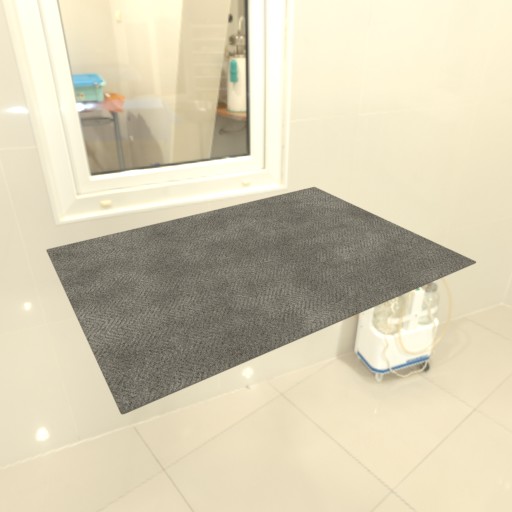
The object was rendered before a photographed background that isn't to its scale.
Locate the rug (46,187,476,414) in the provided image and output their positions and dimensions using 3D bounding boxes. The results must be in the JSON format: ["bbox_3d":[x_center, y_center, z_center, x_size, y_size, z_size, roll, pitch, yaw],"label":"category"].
[{"bbox_3d":[0.000,0.000,2.826,2.235,0.008,1.600,-17,33,-28],"label":"rug"}]
